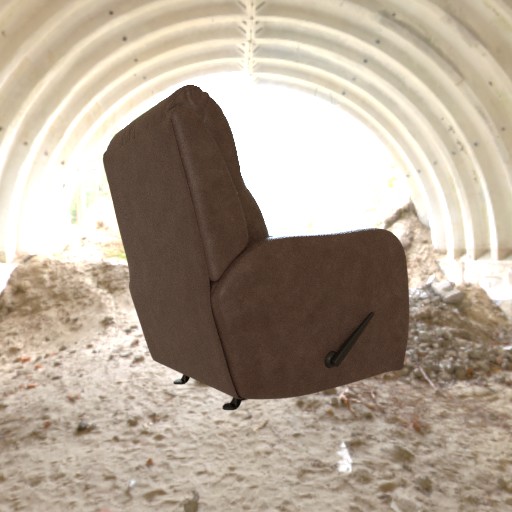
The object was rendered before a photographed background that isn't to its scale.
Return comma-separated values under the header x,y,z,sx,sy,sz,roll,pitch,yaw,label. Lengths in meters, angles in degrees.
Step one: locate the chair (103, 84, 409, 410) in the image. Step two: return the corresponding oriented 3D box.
x,y,z,sx,sy,sz,roll,pitch,yaw,label
0.000,0.000,1.844,1.067,1.067,0.865,0,-1,-36,chair
